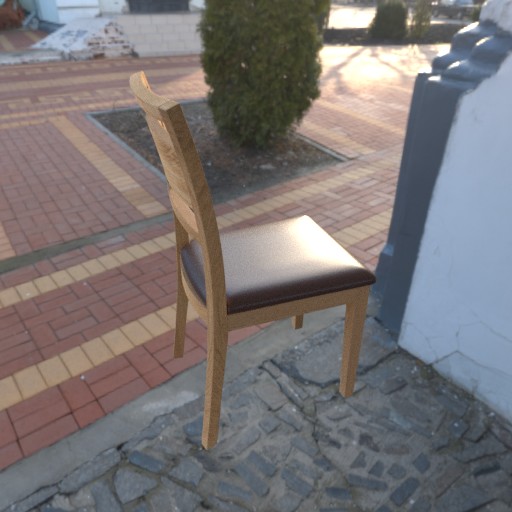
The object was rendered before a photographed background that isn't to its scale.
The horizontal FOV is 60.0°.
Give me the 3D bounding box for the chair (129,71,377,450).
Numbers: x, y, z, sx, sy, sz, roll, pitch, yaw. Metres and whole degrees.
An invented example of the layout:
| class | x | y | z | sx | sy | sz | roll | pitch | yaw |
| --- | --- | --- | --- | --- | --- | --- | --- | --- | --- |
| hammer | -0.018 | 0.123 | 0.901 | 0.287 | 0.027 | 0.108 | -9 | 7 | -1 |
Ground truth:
| class | x | y | z | sx | sy | sz | roll | pitch | yaw |
| --- | --- | --- | --- | --- | --- | --- | --- | --- | --- |
| chair | 0.000 | 0.000 | 1.243 | 0.545 | 0.940 | 0.420 | -12 | 33 | -18 |
